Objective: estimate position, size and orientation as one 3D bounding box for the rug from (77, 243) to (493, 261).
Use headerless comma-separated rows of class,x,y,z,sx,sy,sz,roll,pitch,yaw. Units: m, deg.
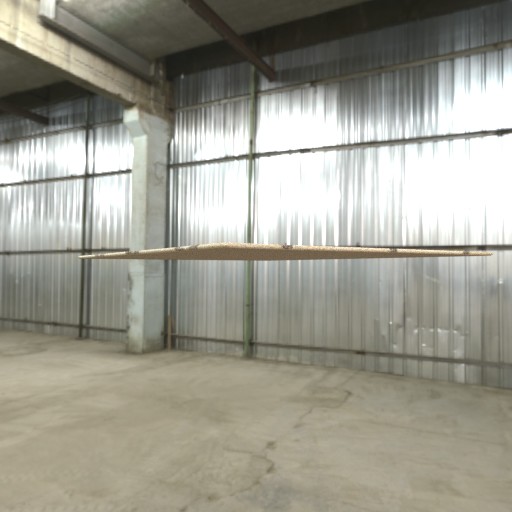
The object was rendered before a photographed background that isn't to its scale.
rug,0.000,0.000,3.962,2.399,0.026,3.000,1,-2,-34
